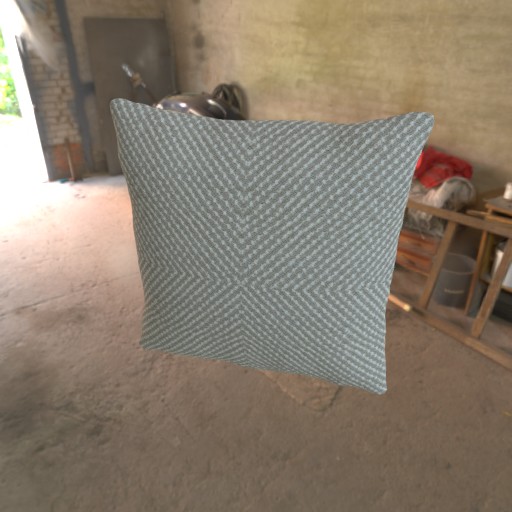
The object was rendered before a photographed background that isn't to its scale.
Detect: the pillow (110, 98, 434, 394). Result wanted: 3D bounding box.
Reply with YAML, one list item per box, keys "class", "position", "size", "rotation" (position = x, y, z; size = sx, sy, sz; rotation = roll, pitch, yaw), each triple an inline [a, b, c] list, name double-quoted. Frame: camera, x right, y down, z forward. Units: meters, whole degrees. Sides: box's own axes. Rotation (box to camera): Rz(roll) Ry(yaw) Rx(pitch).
- class: "pillow"
  position: [0.000, 0.000, 0.703]
  size: [0.459, 0.458, 0.181]
  rotation: [7, 29, 14]
